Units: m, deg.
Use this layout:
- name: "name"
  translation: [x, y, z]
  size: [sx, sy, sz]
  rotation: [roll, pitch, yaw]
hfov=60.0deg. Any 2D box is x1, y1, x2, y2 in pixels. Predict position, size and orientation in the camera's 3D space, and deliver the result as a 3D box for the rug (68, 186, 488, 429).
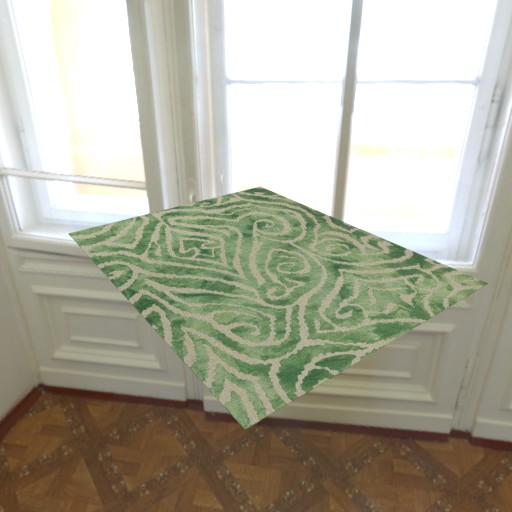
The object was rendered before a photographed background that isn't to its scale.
- name: "rug"
  translation: [0.000, 0.000, 4.033]
  size: [2.436, 0.007, 3.045]
  rotation: [-19, 33, -32]
